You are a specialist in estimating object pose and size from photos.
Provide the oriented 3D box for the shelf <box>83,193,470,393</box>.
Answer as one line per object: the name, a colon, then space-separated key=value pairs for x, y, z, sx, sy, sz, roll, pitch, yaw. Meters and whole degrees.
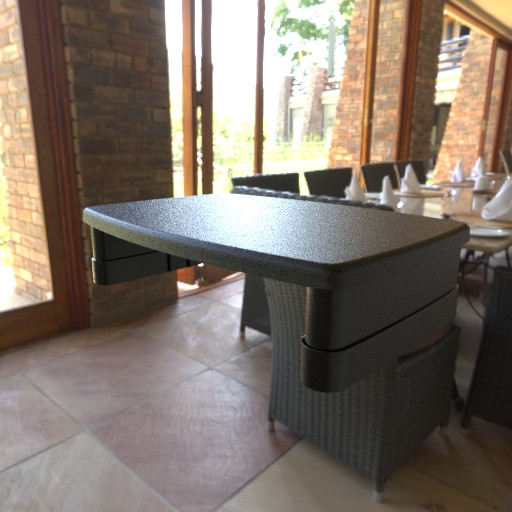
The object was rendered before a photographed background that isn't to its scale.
shelf: x=0.000 y=0.000 z=0.522 sx=0.280 sy=0.100 sz=0.410 roll=-14 pitch=20 yaw=-43
